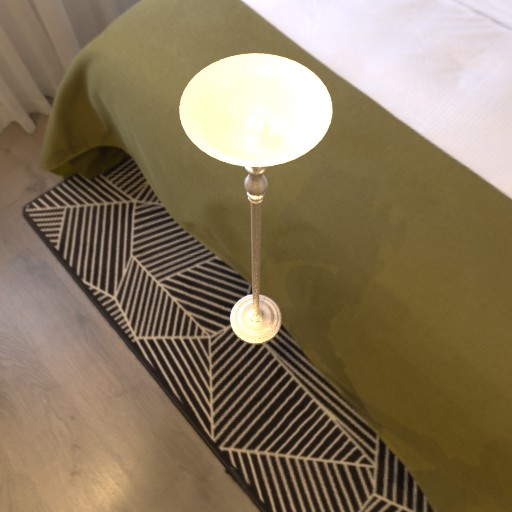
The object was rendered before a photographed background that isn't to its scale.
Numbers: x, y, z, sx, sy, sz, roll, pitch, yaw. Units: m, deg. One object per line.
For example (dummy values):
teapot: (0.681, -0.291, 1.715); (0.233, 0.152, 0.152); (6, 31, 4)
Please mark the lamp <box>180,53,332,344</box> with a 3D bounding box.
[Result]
lamp: (0.000, 0.000, 1.969); (0.405, 1.771, 0.405); (15, 64, 7)
